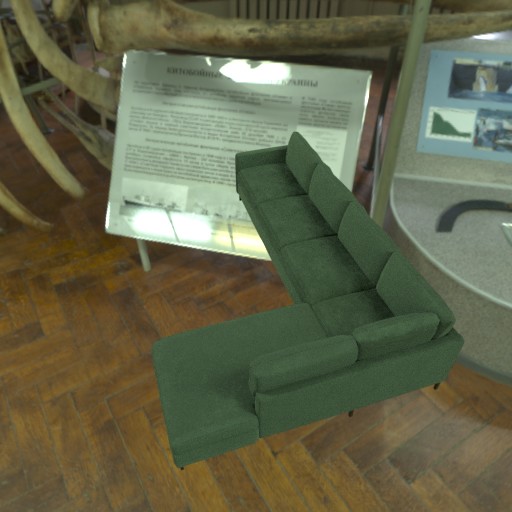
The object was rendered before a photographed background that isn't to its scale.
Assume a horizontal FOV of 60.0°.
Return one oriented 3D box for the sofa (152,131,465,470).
[{"bbox_3d":[0.000,0.000,3.261,1.707,0.687,2.486,-12,43,-13],"label":"sofa"}]
